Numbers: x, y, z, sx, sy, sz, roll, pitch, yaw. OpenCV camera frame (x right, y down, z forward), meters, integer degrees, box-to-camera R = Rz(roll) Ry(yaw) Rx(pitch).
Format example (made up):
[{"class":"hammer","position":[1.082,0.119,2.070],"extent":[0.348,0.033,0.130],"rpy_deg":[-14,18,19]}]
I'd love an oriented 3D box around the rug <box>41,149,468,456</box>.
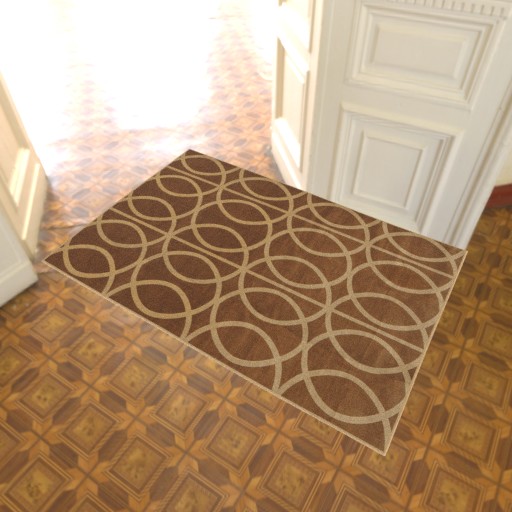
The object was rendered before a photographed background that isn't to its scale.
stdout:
[{"class":"rug","position":[0.000,0.000,2.847],"extent":[2.294,0.014,1.528],"rpy_deg":[24,51,21]}]
